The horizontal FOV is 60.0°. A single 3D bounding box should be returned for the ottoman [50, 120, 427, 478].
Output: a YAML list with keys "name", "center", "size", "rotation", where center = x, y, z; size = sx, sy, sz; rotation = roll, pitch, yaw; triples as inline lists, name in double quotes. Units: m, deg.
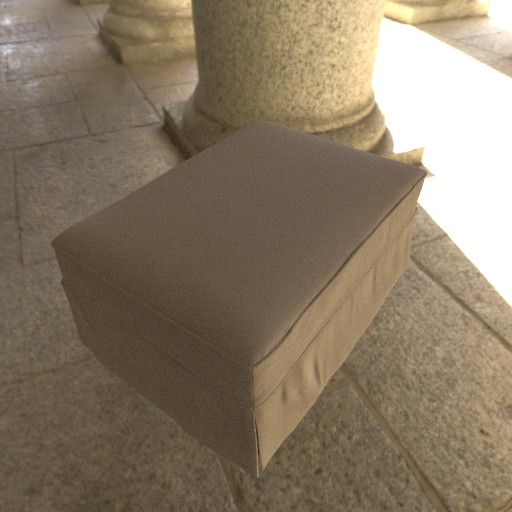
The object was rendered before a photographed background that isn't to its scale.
- name: "ottoman"
  center: [0.000, 0.000, 1.347]
  size: [0.721, 0.482, 0.959]
  rotation: [26, 47, 27]
